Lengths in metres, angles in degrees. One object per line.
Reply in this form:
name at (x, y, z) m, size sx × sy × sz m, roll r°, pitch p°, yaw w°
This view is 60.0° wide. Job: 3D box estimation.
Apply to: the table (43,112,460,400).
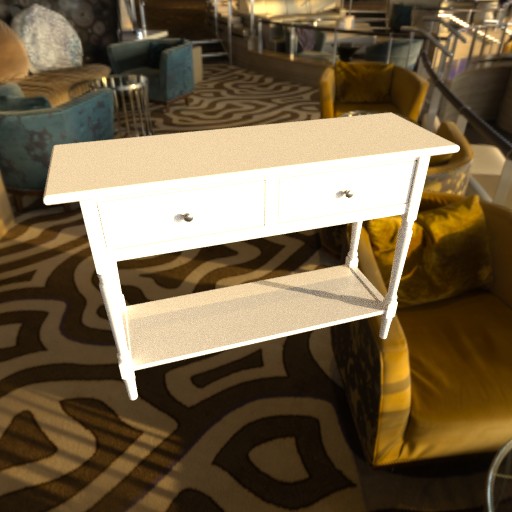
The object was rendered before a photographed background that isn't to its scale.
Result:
table at (0.000, 0.000, 1.582) m, size 1.191 × 0.814 × 0.386 m, roll -10°, pitch 35°, yaw -15°
